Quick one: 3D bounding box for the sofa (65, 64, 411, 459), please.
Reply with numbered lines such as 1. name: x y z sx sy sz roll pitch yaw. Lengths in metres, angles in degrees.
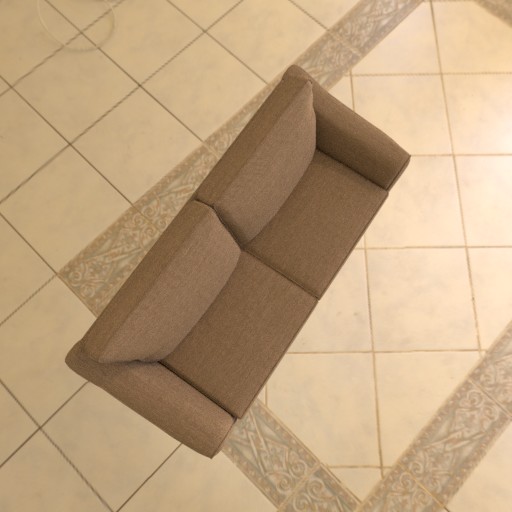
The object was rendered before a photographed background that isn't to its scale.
1. sofa: 0.000 0.000 2.793 0.980 0.965 2.270 34 78 8
